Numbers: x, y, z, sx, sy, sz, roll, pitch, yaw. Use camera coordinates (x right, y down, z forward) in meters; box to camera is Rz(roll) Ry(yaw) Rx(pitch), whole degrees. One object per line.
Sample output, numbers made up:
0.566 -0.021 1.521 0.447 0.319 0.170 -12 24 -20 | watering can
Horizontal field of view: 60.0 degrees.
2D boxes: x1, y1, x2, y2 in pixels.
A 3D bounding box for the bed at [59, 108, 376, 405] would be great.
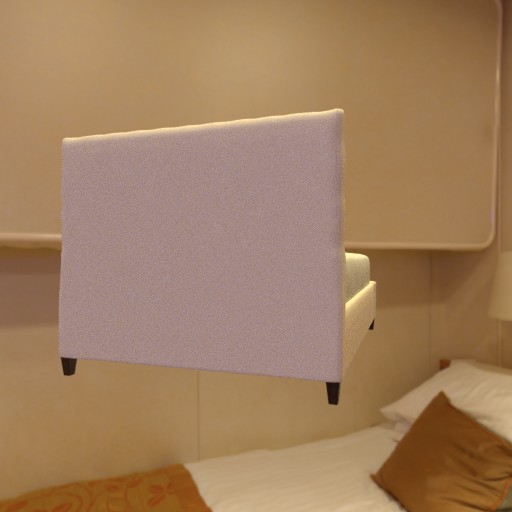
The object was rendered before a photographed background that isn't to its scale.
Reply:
0.000 0.000 3.487 1.698 1.427 2.387 0 0 19 | bed
